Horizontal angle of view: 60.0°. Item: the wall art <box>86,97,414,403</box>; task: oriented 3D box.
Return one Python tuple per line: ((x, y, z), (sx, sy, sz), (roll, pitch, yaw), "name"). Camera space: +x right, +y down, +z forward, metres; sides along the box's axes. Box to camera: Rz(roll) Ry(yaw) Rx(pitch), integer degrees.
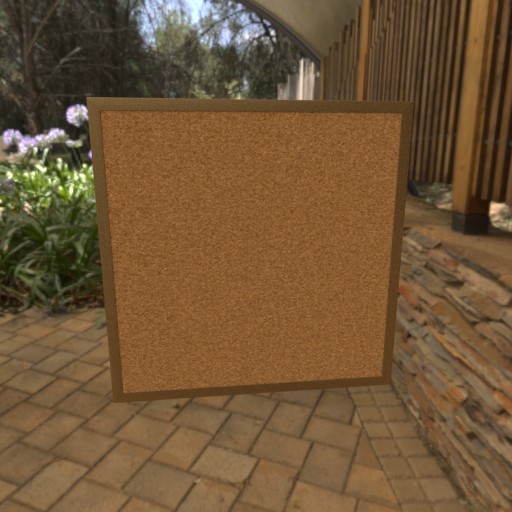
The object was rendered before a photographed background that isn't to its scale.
((0.000, 0.000, 0.766), (0.510, 0.509, 0.037), (-2, 14, -7), "wall art")
